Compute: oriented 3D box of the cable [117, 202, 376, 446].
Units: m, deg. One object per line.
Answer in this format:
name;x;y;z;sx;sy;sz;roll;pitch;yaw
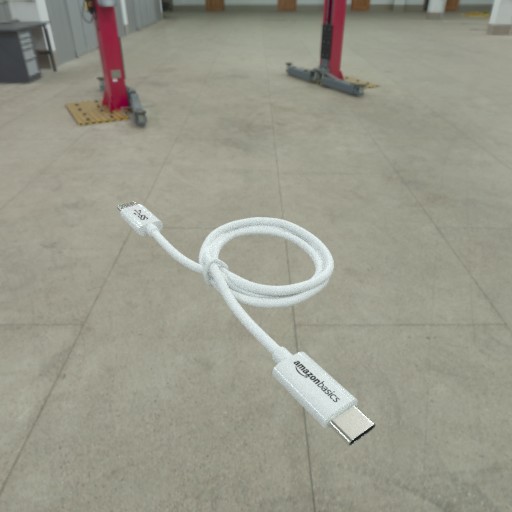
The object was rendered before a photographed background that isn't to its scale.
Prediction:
cable;0.000;0.000;0.205;0.070;0.014;0.186;-21;38;-29
